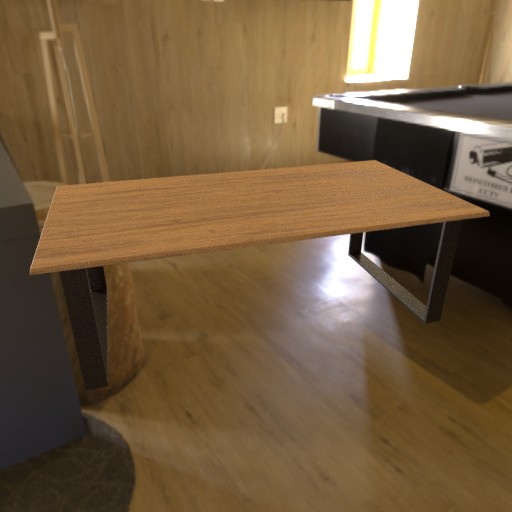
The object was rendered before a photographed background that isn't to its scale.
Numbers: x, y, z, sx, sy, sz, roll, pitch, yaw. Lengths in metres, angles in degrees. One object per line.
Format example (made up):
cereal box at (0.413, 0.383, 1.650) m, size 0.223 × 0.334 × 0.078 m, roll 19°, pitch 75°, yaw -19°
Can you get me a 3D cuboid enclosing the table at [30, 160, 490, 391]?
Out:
table at (0.000, 0.000, 1.614) m, size 1.331 × 0.445 × 0.693 m, roll -8°, pitch 27°, yaw -15°
